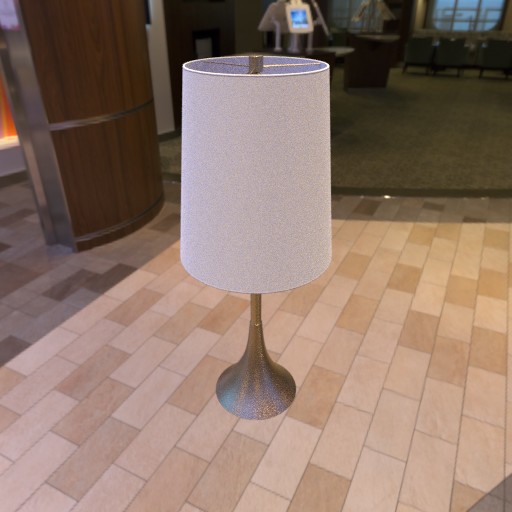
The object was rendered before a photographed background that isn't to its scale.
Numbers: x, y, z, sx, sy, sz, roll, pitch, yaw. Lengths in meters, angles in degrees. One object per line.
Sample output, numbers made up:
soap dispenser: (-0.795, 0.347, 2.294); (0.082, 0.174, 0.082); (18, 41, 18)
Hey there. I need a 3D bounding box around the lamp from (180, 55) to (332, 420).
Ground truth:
lamp: (0.000, 0.000, 0.688); (0.231, 0.569, 0.231); (0, 30, 0)
